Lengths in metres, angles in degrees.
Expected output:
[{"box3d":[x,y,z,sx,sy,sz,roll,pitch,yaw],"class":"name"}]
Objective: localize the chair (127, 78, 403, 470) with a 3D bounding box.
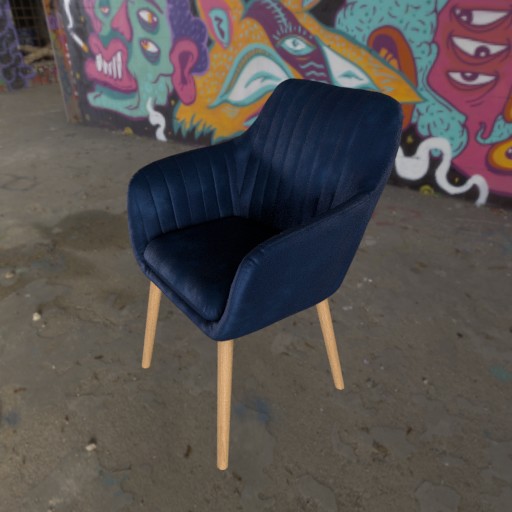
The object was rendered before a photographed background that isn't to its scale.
[{"box3d":[0.000,0.000,1.203,0.573,0.826,0.578,-21,36,-32],"class":"chair"}]
